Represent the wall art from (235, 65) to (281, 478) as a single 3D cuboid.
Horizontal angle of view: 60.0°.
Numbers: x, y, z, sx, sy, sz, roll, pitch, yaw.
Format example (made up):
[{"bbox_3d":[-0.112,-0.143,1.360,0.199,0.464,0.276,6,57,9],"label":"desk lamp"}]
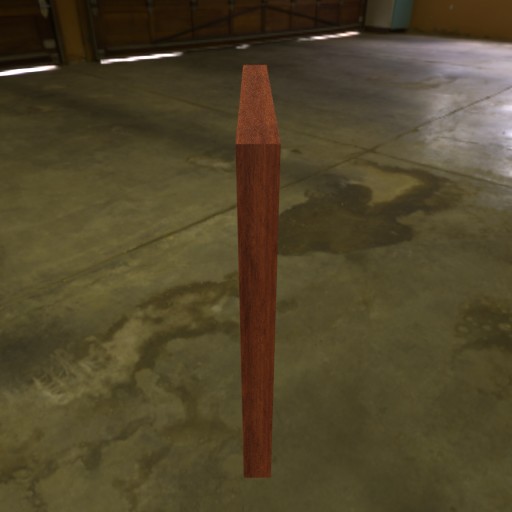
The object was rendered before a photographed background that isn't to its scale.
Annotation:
[{"bbox_3d":[0.000,0.000,0.538,0.030,0.381,0.330,0,32,0],"label":"wall art"}]
